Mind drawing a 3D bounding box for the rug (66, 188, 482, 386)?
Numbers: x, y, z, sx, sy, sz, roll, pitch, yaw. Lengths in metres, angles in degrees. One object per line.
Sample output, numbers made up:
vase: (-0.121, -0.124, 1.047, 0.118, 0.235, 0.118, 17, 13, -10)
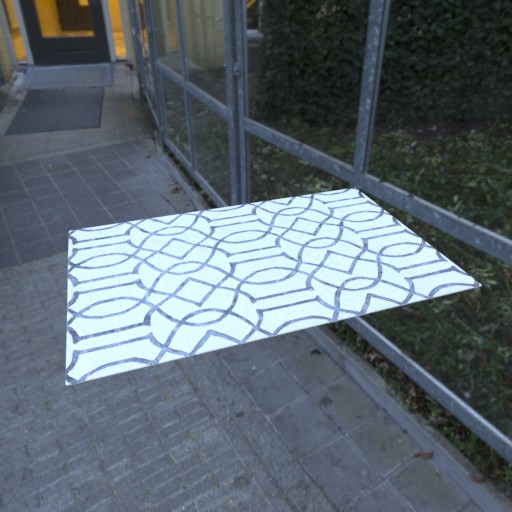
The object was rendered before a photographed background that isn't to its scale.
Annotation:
rug: (0.000, 0.000, 2.952, 2.365, 0.017, 1.521, -11, 34, -16)
